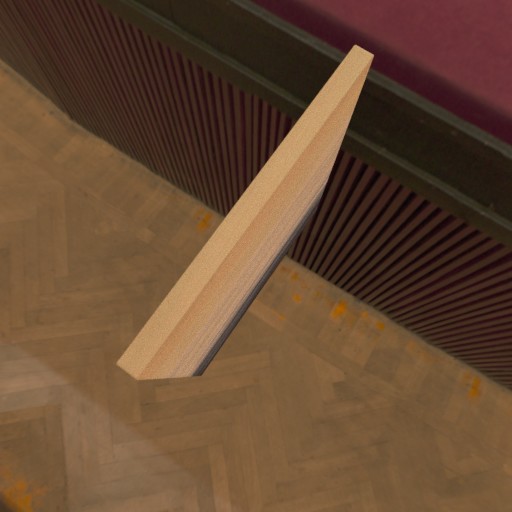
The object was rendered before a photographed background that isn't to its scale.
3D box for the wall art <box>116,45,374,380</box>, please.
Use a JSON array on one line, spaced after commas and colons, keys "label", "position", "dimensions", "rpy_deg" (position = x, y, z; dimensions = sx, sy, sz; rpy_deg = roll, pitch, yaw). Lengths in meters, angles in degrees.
[{"label": "wall art", "position": [0.000, 0.000, 0.987], "dimensions": [0.041, 0.710, 0.608], "rpy_deg": [34, 78, 8]}]
